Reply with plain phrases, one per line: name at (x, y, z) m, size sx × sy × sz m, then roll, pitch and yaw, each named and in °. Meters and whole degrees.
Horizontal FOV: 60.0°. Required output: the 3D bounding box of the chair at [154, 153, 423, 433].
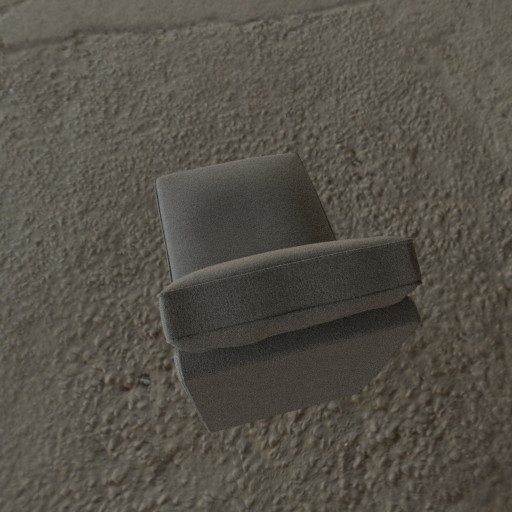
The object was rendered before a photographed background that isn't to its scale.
chair at (0.000, 0.000, 1.550) m, size 0.621 × 0.970 × 0.938 m, roll -12°, pitch 60°, yaw -7°
